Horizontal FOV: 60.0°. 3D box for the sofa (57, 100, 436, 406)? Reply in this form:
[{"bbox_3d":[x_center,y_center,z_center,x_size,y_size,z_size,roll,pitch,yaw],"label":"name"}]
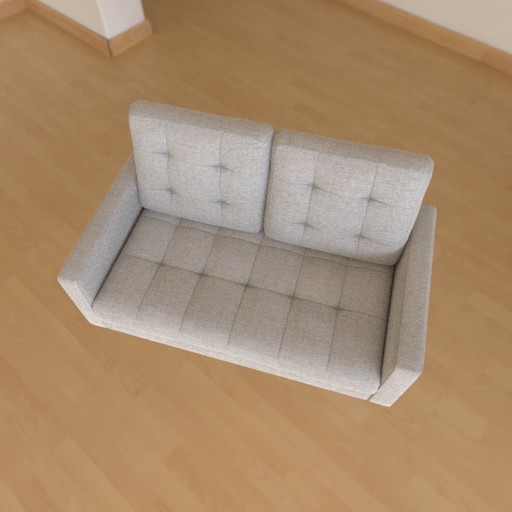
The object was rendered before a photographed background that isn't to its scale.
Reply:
[{"bbox_3d":[0.000,0.000,1.908,1.407,0.907,0.842,13,58,8],"label":"sofa"}]
